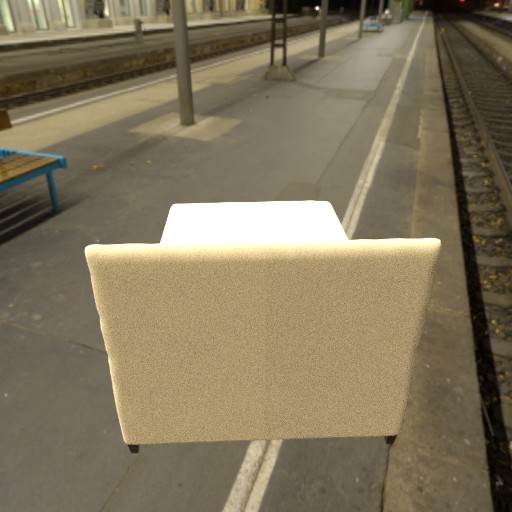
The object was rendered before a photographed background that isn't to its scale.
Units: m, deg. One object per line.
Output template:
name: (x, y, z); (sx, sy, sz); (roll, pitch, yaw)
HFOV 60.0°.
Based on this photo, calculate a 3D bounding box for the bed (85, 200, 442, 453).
bed: (0.000, 0.000, 3.412); (1.698, 1.427, 2.387); (-1, 30, -2)
